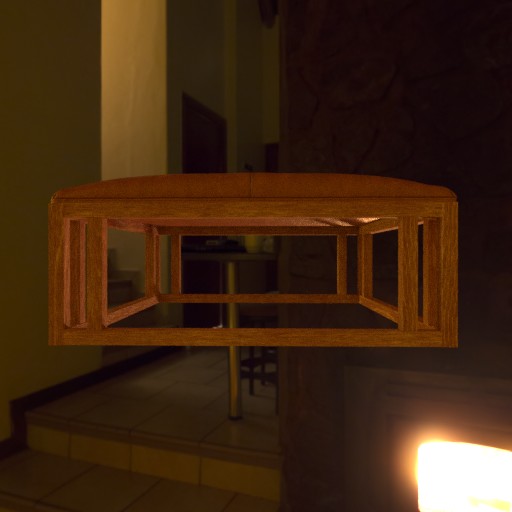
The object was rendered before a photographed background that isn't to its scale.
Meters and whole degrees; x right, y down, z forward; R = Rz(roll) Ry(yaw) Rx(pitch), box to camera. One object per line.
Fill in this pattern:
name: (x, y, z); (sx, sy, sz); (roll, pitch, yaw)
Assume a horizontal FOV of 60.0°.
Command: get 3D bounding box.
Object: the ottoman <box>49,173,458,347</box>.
ottoman: (0.000, 0.000, 1.596); (1.013, 0.442, 1.016); (0, 0, 1)
